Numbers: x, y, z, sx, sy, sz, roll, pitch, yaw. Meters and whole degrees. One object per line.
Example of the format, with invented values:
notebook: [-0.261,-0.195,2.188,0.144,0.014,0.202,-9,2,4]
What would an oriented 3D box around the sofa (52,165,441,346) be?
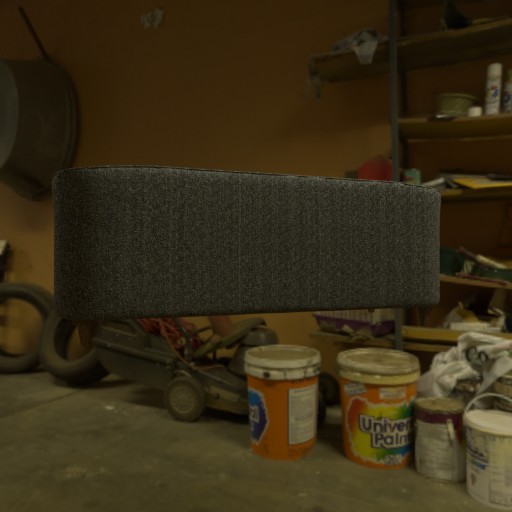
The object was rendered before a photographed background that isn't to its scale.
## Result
sofa: [0.000,0.000,2.739,2.278,0.855,0.941,0,0,-19]
